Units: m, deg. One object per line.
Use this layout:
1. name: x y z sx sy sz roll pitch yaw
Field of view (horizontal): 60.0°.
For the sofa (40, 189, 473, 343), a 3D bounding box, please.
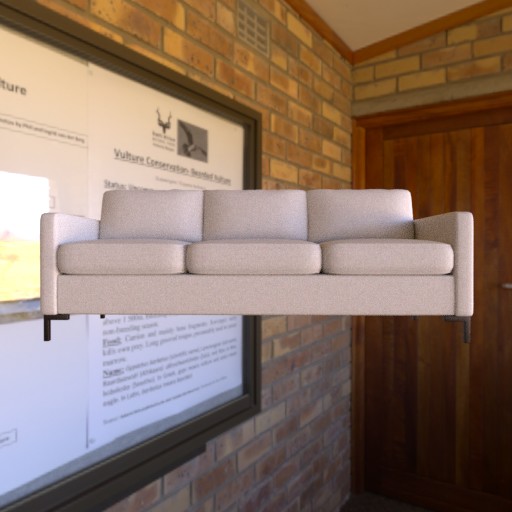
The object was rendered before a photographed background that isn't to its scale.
1. sofa: 0.000 0.000 2.656 2.218 0.874 0.859 0 1 1
